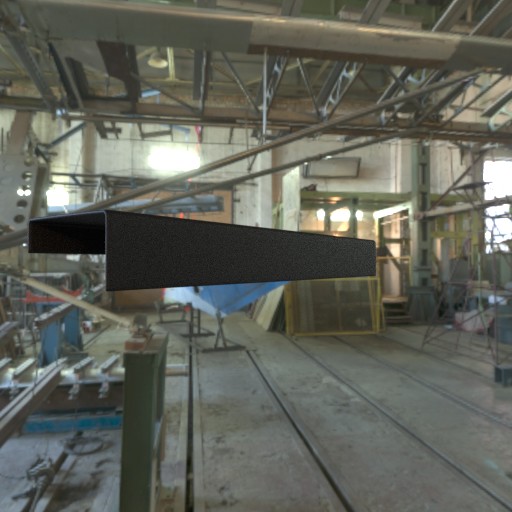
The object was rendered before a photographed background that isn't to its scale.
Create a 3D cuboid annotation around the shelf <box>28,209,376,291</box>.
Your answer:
[{"bbox_3d":[0.000,0.000,0.494,0.102,0.053,0.456,-1,-1,36],"label":"shelf"}]
